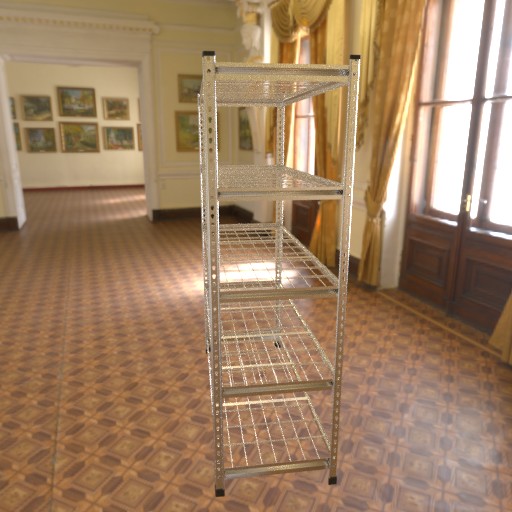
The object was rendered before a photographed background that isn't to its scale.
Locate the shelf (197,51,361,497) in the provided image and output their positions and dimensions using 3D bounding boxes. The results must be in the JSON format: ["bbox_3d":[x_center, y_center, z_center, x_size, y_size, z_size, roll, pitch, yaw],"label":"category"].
[{"bbox_3d":[0.000,0.000,2.647,0.610,1.981,1.524,-2,15,-8],"label":"shelf"}]
